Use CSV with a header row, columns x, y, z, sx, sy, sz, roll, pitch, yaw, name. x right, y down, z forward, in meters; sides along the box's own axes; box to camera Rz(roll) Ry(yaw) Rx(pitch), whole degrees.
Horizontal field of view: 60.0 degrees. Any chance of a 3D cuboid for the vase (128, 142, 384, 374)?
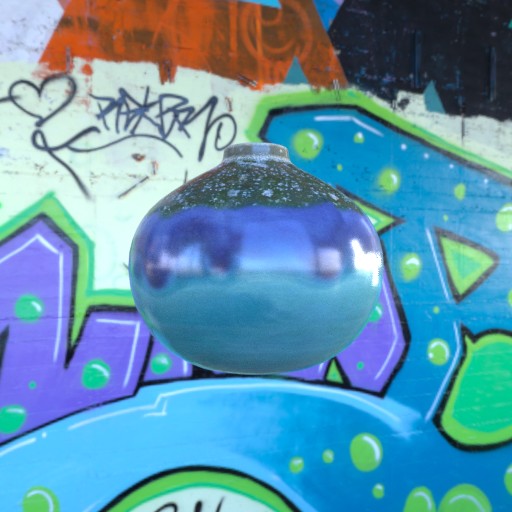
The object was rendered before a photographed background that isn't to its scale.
x,y,z,sx,sy,sz,roll,pitch,yaw,name
0.000,0.000,0.278,0.154,0.133,0.154,0,1,0,vase
